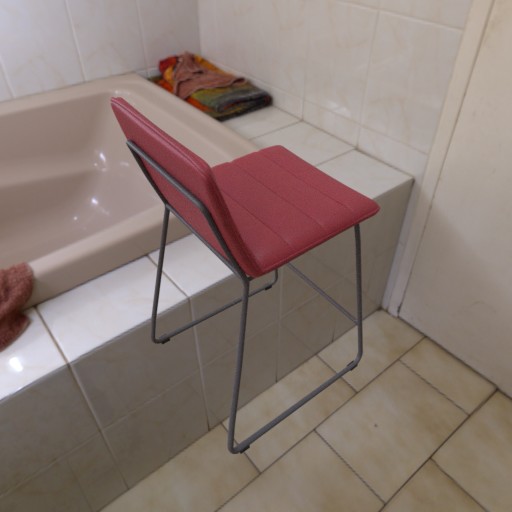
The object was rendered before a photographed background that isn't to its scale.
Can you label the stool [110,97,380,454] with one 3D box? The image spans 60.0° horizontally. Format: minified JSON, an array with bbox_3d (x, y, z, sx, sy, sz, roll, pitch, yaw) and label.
[{"bbox_3d":[0.000,0.000,1.187,0.524,0.866,0.489,-26,47,-27],"label":"stool"}]
